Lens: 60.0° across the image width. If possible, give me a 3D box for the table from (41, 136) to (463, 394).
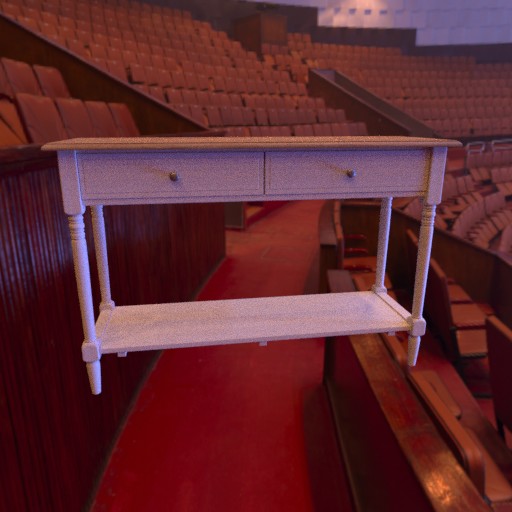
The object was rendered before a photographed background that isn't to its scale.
[{"bbox_3d":[0.000,0.000,1.568,1.219,0.800,0.399,-3,17,-9],"label":"table"}]
